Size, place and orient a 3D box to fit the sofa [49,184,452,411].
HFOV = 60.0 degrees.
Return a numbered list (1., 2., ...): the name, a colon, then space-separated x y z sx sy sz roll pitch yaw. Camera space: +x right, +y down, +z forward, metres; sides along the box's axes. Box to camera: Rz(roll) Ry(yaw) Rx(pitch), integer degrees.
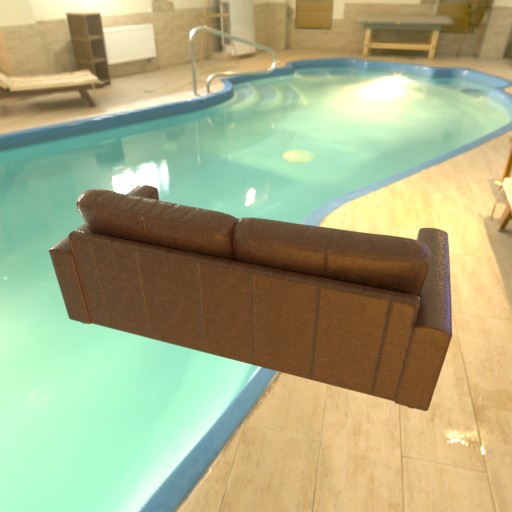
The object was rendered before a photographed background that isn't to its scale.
1. sofa: 0.000 0.000 2.706 2.179 0.873 1.016 11 35 16
